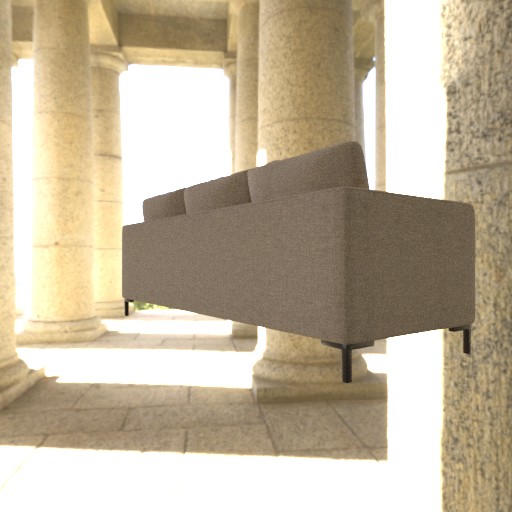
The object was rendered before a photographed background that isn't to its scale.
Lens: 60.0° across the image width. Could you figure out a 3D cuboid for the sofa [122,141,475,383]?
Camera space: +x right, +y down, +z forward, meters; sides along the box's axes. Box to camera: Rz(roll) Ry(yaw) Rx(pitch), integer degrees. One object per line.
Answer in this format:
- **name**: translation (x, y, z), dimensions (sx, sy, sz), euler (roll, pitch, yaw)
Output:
- **sofa**: translation (0.000, 0.000, 2.622), dimensions (0.859, 0.874, 2.218), euler (0, 0, -36)
